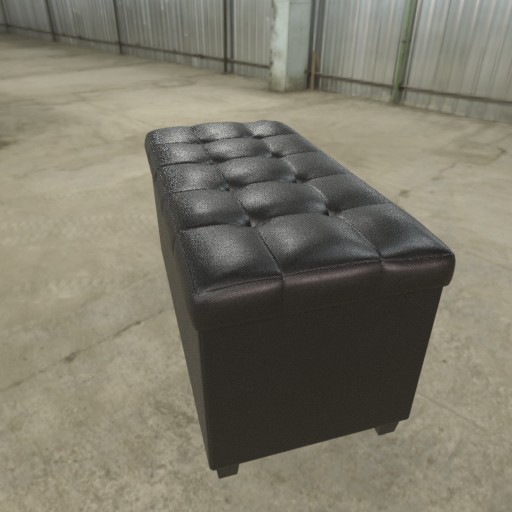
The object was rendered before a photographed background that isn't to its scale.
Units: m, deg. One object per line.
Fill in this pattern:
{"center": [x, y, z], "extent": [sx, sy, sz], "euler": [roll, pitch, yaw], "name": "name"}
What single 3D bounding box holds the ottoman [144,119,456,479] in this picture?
{"center": [0.000, 0.000, 1.078], "extent": [0.432, 0.470, 0.838], "euler": [-9, 32, -14], "name": "ottoman"}
